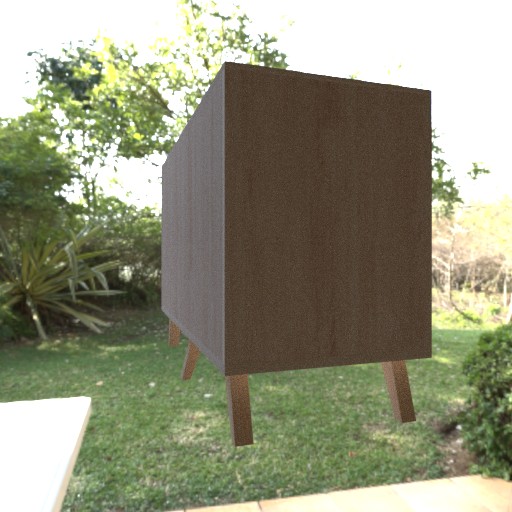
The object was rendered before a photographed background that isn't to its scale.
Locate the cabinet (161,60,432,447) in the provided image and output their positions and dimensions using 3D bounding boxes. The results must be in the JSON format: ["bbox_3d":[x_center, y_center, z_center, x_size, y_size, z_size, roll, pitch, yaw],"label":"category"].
[{"bbox_3d":[0.000,0.000,1.486,0.500,0.780,1.110,0,0,-18],"label":"cabinet"}]
